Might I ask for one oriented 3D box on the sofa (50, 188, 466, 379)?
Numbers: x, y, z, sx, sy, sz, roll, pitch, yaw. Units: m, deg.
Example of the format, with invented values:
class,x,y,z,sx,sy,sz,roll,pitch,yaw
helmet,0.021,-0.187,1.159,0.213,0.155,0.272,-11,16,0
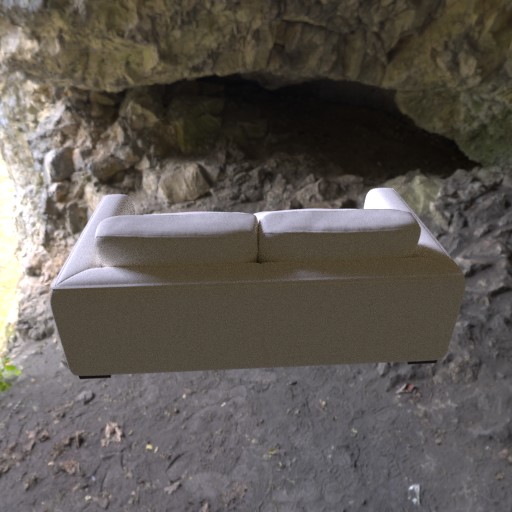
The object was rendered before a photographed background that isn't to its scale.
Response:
class,x,y,z,sx,sy,sz,roll,pitch,yaw
sofa,0.000,0.000,2.507,1.920,0.801,1.069,-2,32,-3
